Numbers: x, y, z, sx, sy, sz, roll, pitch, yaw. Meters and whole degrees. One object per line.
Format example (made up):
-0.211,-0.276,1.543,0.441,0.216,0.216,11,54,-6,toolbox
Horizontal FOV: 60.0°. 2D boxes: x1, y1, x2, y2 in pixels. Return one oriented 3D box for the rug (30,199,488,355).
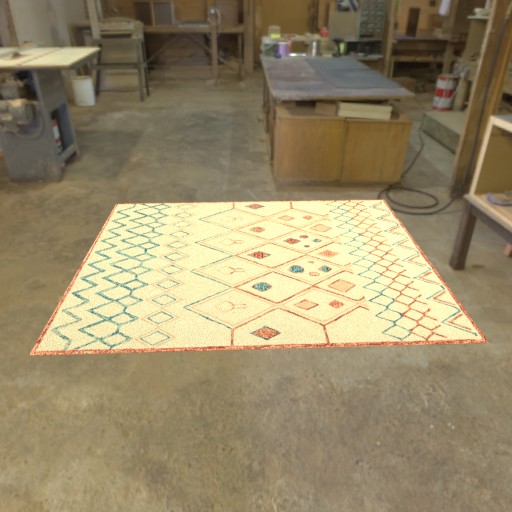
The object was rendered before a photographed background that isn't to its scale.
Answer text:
0.000,0.000,3.992,3.050,0.016,2.441,-1,30,-2,rug
